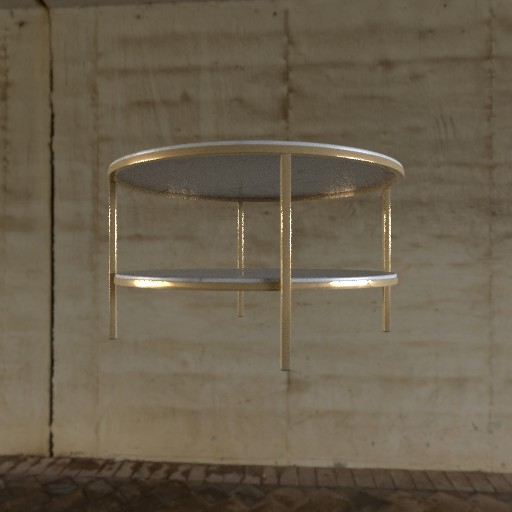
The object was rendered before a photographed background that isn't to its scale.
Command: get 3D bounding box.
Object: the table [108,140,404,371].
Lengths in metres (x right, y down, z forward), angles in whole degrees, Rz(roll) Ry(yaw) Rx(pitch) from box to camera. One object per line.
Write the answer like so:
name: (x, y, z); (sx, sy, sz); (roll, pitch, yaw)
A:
table: (0.000, 0.000, 1.261); (0.800, 0.450, 0.800); (0, 0, 0)
